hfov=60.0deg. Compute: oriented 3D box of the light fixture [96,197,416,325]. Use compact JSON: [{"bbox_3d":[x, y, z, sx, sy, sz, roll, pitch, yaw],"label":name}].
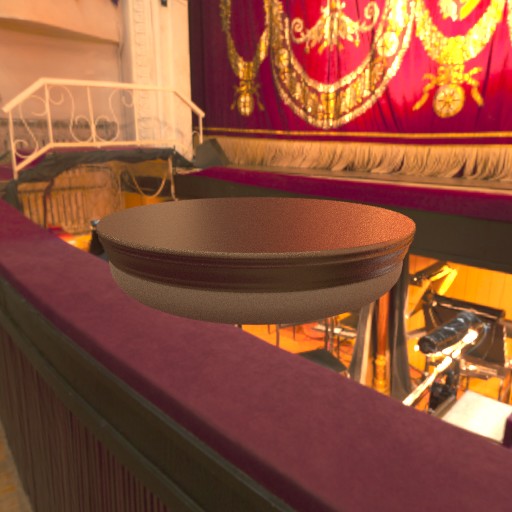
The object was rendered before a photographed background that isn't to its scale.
[{"bbox_3d":[0.000,0.000,0.551,0.368,0.100,0.368,0,15,0],"label":"light fixture"}]
